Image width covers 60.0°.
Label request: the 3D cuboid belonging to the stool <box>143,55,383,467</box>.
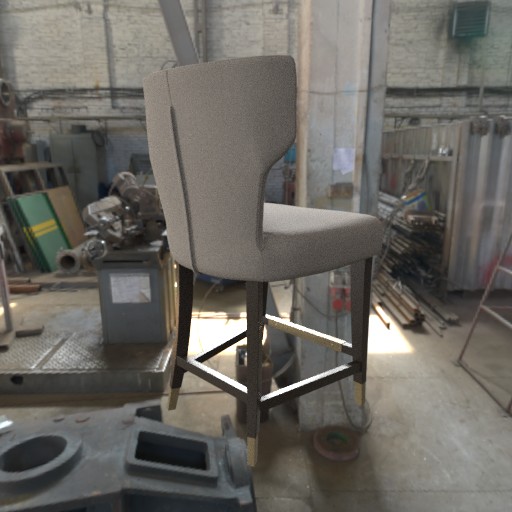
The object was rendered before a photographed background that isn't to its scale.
[{"bbox_3d":[0.000,0.000,1.293,0.527,0.982,0.563,13,19,43],"label":"stool"}]
